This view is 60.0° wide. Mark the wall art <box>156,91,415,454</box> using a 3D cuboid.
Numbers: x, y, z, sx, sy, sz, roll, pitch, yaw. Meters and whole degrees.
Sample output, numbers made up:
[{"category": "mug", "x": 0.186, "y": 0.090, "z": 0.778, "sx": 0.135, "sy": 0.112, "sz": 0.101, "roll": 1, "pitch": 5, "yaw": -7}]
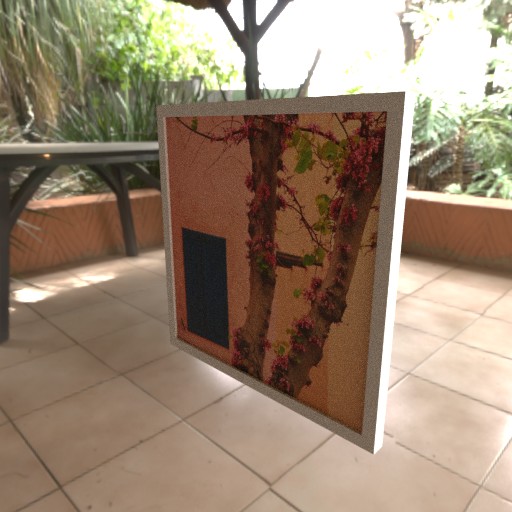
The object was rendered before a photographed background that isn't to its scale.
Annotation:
[{"category": "wall art", "x": 0.000, "y": 0.000, "z": 1.148, "sx": 0.762, "sy": 0.762, "sz": 0.038, "roll": 15, "pitch": 22, "yaw": 42}]
